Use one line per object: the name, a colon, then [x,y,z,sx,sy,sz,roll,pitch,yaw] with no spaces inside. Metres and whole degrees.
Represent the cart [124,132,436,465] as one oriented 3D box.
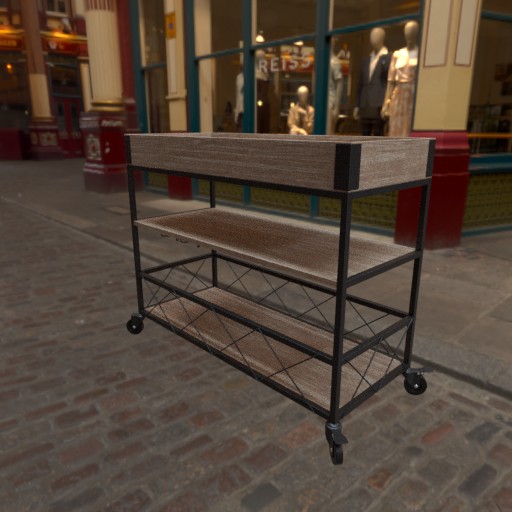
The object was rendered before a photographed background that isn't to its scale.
cart: [0.000,0.000,1.505,0.500,0.787,1.101,-16,23,-42]
